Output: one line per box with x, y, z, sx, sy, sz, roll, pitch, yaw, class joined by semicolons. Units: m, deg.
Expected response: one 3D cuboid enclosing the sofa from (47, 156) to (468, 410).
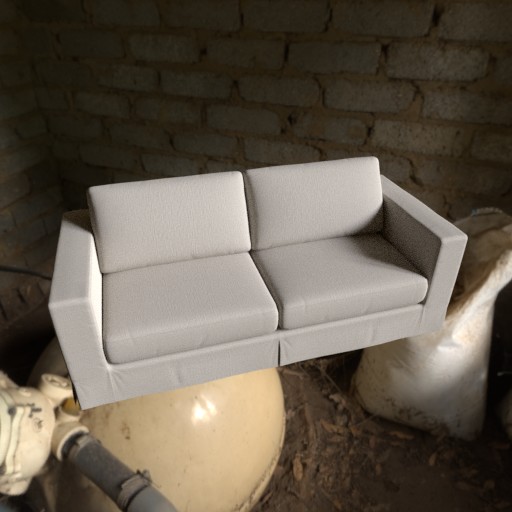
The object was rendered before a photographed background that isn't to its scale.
0.000;0.000;2.628;2.163;0.881;0.954;-9;33;-14;sofa
